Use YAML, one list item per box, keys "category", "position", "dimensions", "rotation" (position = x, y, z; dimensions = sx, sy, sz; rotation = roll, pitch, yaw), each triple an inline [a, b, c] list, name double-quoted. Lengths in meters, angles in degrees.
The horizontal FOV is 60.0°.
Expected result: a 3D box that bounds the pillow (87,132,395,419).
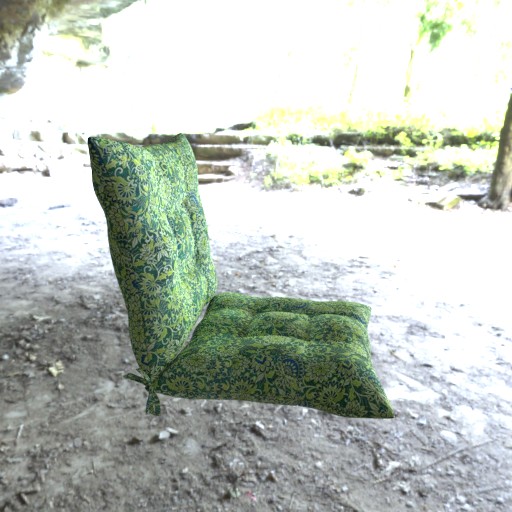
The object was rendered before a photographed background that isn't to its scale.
- category: "pillow"
  position: [0.000, 0.000, 1.007]
  dimensions: [0.585, 0.536, 0.541]
  rotation: [2, 16, 9]
